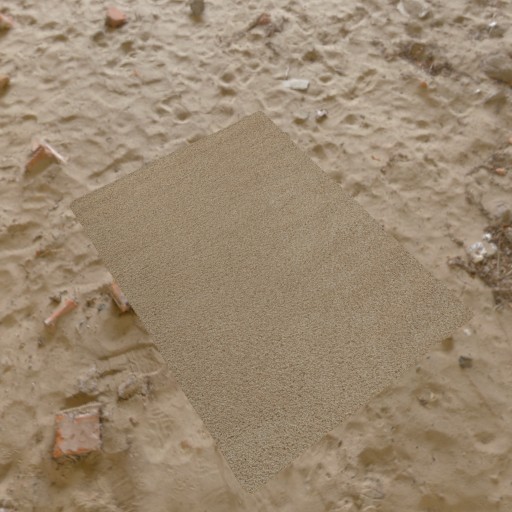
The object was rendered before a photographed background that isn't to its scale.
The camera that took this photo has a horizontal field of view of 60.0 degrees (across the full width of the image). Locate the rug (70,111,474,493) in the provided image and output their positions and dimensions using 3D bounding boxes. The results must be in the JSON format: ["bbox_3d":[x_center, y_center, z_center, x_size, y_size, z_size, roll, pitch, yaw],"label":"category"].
[{"bbox_3d":[0.000,0.000,2.082,1.199,0.025,1.600,-31,63,-18],"label":"rug"}]
